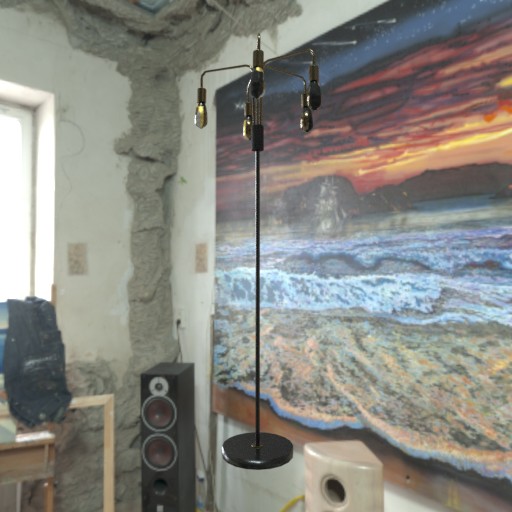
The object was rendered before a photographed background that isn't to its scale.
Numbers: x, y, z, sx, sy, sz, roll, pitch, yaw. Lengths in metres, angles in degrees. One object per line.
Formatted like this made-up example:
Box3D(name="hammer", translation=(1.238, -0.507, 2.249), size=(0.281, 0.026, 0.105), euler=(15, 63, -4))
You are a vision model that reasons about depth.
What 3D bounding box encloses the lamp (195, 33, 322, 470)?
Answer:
Box3D(name="lamp", translation=(0.000, 0.000, 1.943), size=(0.599, 1.721, 0.572), euler=(0, -2, 17))
